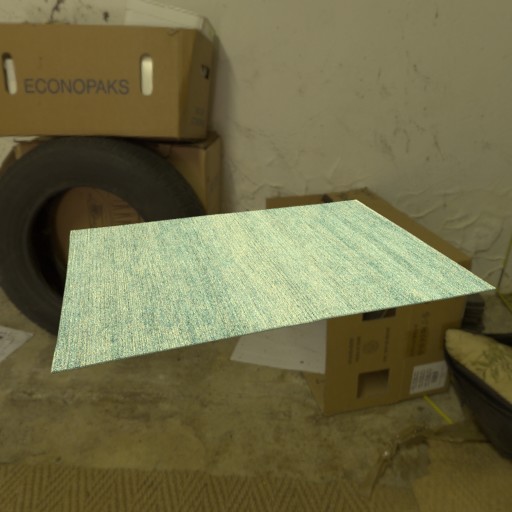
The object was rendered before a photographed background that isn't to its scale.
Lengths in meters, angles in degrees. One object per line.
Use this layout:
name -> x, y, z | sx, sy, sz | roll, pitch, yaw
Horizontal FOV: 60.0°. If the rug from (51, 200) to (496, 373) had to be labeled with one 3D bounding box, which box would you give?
rug -> 0.000, 0.000, 4.988 | 4.078, 0.052, 2.802 | -8, 27, -15
